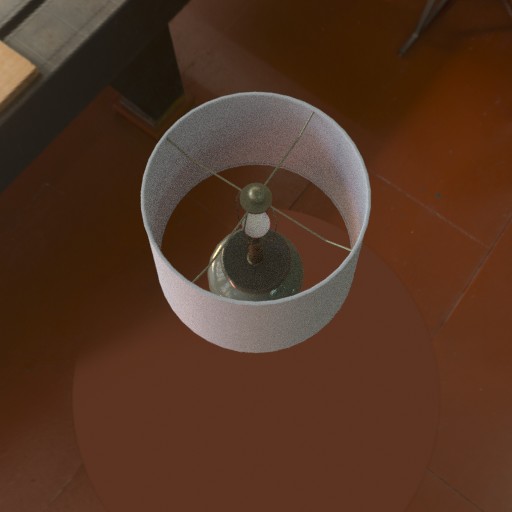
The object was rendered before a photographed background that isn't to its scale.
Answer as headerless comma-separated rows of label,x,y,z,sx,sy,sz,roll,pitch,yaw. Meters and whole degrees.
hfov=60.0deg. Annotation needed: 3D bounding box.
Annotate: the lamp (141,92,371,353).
lamp,0.000,0.000,0.554,0.239,0.399,0.239,0,75,0
